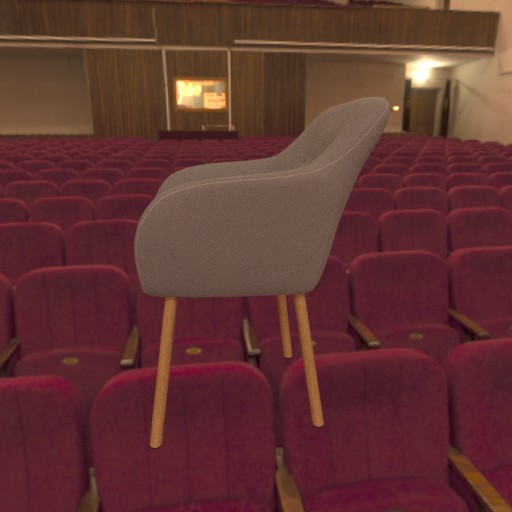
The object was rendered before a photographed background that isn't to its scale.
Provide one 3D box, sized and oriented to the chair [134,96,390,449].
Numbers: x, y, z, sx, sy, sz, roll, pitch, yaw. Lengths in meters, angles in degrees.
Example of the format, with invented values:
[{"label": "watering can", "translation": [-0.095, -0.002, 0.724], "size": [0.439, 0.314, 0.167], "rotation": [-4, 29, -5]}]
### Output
[{"label": "chair", "translation": [0.000, 0.000, 1.229], "size": [0.590, 0.830, 0.570], "rotation": [-2, 15, -8]}]
